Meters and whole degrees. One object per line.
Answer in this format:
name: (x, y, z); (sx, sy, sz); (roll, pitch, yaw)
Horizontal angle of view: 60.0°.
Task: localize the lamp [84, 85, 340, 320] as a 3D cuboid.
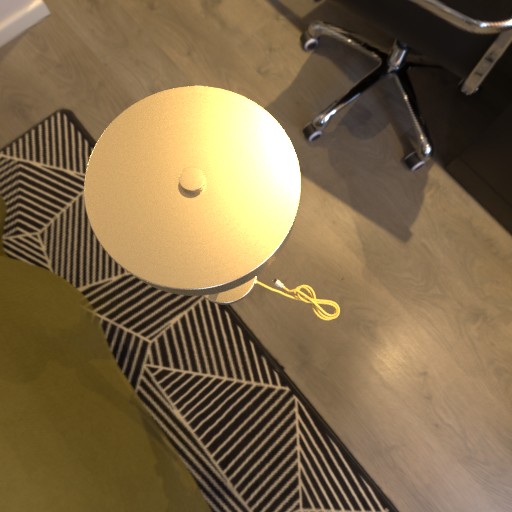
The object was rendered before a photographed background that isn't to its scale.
lamp: (0.000, 0.000, 0.699); (0.369, 0.508, 0.229); (19, 78, 4)
